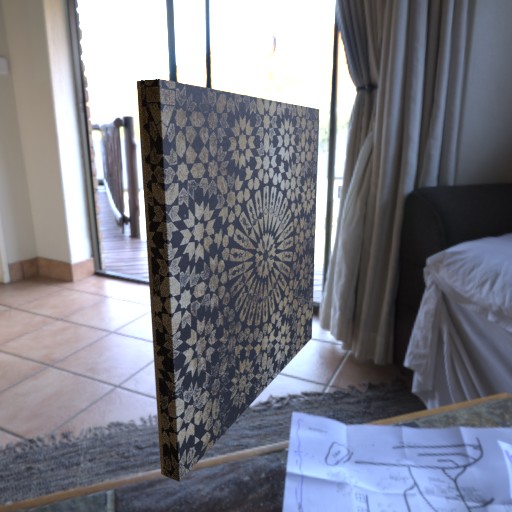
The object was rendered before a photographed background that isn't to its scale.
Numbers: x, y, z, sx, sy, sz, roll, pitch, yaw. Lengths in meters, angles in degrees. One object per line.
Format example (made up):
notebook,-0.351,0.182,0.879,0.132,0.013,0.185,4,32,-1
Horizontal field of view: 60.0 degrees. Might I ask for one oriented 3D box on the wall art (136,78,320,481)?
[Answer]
wall art,0.000,0.000,0.911,0.038,0.612,0.612,7,16,26
